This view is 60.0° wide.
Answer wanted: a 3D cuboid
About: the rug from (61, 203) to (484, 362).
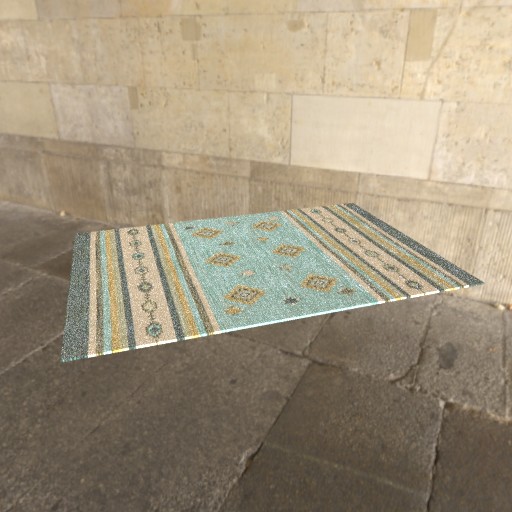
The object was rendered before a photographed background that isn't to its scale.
[{"bbox_3d":[0.000,0.000,2.304,1.811,0.010,1.212,-8,26,-16],"label":"rug"}]
